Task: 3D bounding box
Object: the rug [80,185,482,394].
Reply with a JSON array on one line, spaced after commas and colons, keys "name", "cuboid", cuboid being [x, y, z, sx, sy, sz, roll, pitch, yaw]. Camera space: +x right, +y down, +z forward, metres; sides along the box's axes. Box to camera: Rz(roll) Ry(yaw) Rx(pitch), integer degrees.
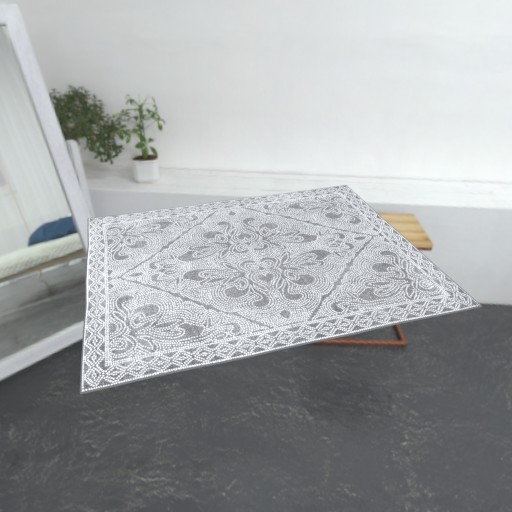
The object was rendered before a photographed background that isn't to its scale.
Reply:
[{"name": "rug", "cuboid": [0.000, 0.000, 4.117, 3.048, 0.012, 2.438, -9, 34, -13]}]
